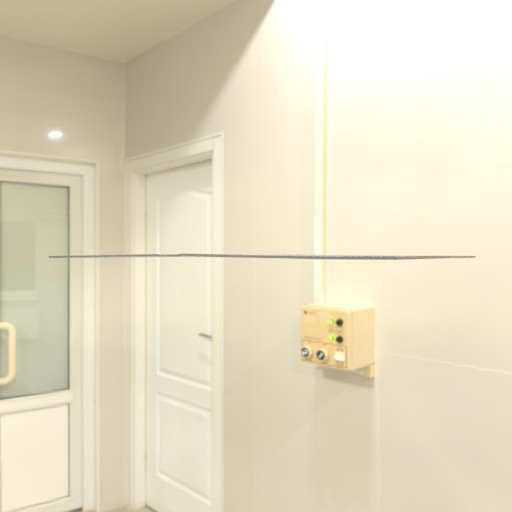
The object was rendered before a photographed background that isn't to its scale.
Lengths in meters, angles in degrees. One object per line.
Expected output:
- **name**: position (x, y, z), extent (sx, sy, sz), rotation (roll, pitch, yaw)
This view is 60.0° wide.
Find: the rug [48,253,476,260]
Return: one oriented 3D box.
- **rug**: position (0.000, 0.000, 2.211), extent (1.804, 0.022, 1.162), rotation (0, 0, 36)
